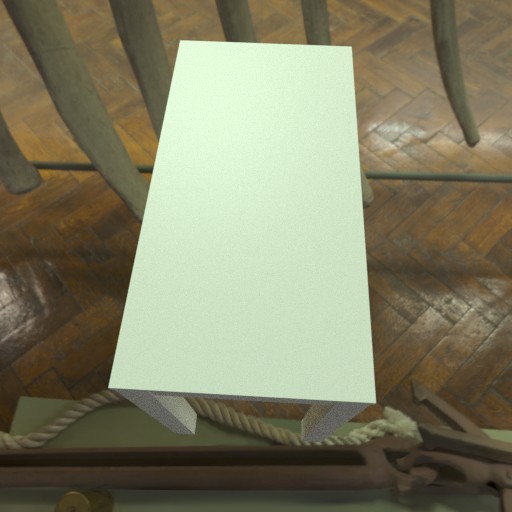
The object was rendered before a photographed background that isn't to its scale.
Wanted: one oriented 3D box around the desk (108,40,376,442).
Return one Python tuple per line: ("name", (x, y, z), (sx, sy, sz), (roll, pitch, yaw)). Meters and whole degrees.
("desk", (0.000, 0.000, 1.388), (0.497, 0.762, 0.990), (3, 62, 1))
